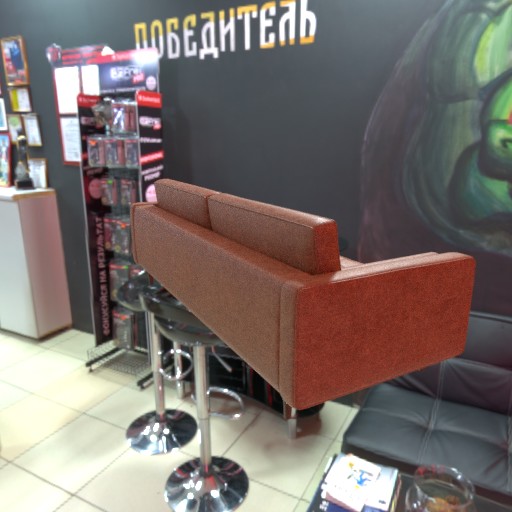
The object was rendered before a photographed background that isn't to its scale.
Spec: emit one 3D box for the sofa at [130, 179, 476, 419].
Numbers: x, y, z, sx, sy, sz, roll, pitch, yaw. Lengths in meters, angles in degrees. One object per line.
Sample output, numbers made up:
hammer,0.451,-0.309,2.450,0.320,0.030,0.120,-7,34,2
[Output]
sofa,0.000,0.000,2.577,0.919,0.770,2.200,-8,17,-28
